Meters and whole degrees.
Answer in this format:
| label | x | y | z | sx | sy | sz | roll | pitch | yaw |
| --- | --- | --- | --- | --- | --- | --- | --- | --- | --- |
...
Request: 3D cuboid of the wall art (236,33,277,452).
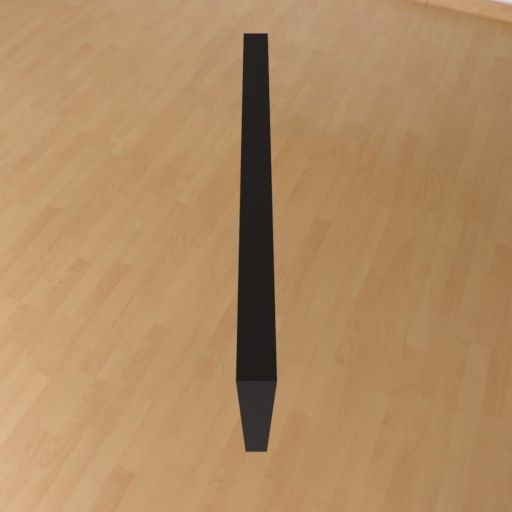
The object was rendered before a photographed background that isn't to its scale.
| label | x | y | z | sx | sy | sz | roll | pitch | yaw |
| --- | --- | --- | --- | --- | --- | --- | --- | --- | --- |
| wall art | 0.000 | 0.000 | 0.540 | 0.028 | 0.325 | 0.397 | 0 | 58 | 0 |
